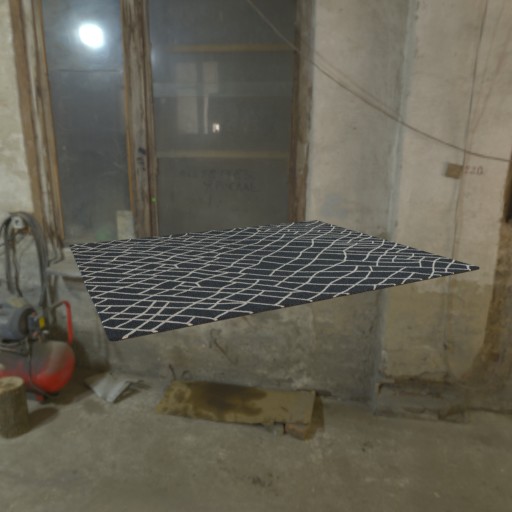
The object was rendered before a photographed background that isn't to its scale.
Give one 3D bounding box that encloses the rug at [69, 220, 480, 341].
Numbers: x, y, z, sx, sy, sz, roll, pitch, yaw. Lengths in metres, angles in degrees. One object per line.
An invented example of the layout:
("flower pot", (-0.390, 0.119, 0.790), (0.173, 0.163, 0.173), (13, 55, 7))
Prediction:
("rug", (0.000, 0.000, 4.139), (3.047, 0.022, 2.439), (-8, 17, -26))
